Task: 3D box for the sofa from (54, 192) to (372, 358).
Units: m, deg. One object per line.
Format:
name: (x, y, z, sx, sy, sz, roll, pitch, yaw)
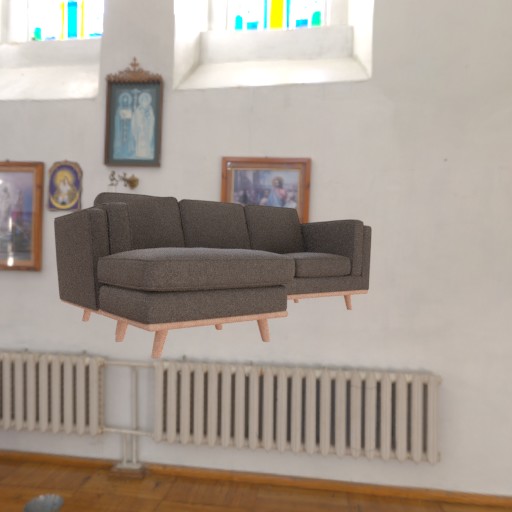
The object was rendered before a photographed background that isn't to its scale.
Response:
sofa: (0.000, 0.000, 3.204, 2.411, 0.929, 1.604, 0, 0, -37)
